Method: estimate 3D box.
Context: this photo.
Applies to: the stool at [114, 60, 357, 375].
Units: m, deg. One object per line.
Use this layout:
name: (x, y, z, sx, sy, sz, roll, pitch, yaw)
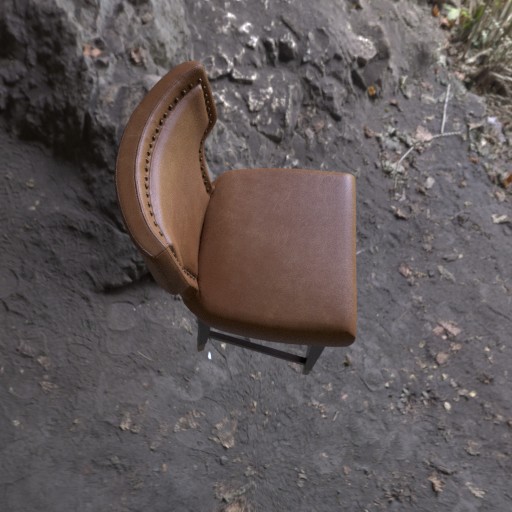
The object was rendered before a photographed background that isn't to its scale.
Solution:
stool: (0.000, 0.000, 1.321, 0.563, 0.982, 0.526, 5, 65, 2)
